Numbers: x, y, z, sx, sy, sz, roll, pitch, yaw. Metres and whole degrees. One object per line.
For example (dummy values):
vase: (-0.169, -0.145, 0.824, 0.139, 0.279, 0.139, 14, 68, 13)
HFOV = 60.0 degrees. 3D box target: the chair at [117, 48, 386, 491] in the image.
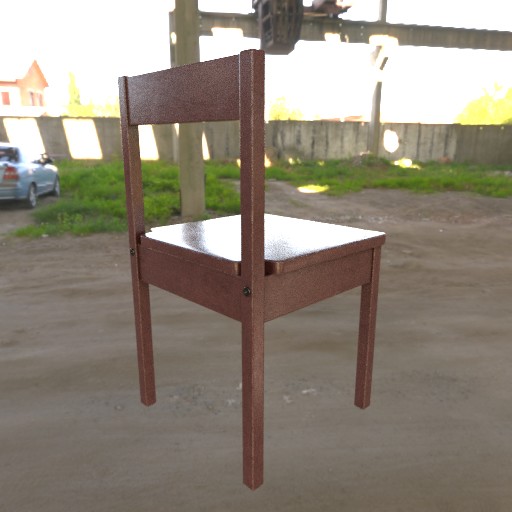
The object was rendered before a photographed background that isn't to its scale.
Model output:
chair: (0.000, 0.000, 0.881, 0.361, 0.668, 0.367, -14, 20, -42)
